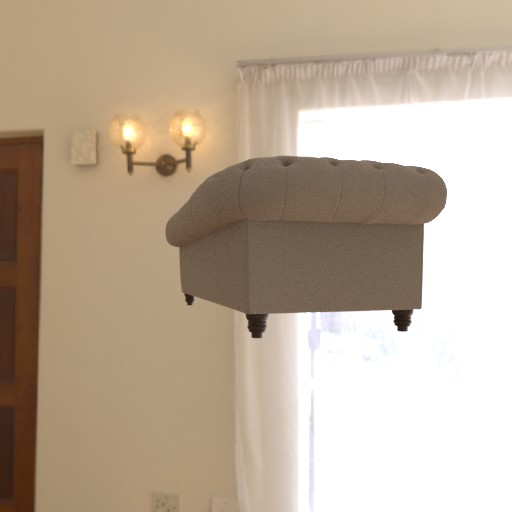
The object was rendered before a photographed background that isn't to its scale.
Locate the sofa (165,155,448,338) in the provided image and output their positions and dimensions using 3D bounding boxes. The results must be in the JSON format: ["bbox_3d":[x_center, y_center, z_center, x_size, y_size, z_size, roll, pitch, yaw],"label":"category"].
[{"bbox_3d":[0.000,0.000,2.828,0.991,0.749,2.411,1,-2,-17],"label":"sofa"}]
